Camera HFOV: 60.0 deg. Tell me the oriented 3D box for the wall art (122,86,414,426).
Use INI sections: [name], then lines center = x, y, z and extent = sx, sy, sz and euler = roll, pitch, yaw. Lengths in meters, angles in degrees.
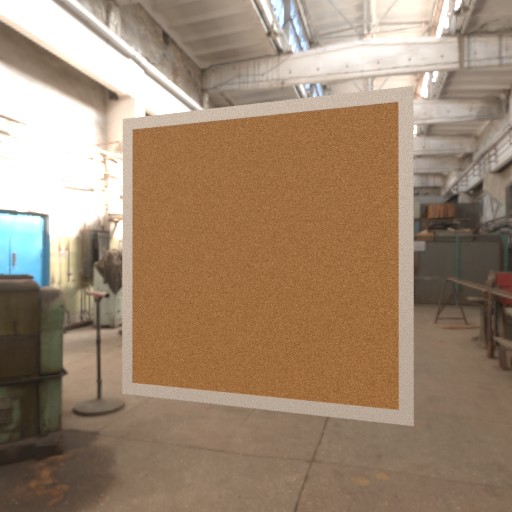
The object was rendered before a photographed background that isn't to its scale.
[wall art]
center = 0.000, 0.000, 0.758
extent = 0.507, 0.508, 0.038
euler = 0, 0, 18
